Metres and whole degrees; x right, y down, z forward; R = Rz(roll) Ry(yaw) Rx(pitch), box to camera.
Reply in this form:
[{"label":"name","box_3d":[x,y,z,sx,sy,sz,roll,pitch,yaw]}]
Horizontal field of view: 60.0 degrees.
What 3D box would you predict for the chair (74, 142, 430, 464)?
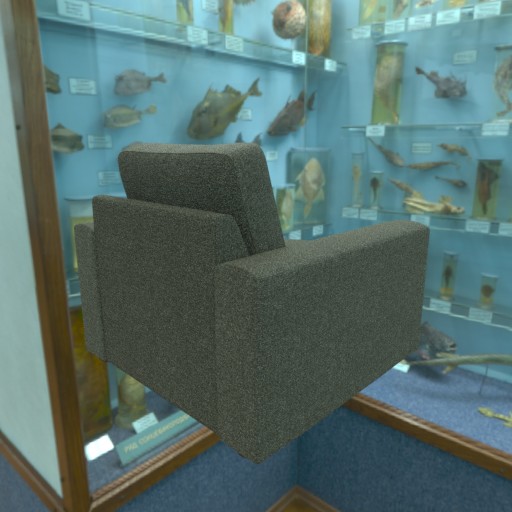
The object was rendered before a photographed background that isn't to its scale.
[{"label":"chair","box_3d":[0.000,0.000,1.764,1.005,0.873,1.016,13,19,42]}]
